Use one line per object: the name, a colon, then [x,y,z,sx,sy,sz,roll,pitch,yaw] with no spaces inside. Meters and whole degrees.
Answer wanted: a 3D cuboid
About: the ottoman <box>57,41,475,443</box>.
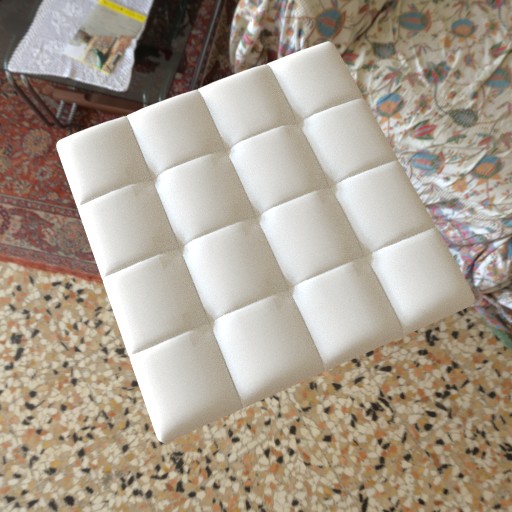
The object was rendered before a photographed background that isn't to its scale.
ottoman: [0.000,0.000,0.772,0.425,0.432,0.425,-22,76,-6]
